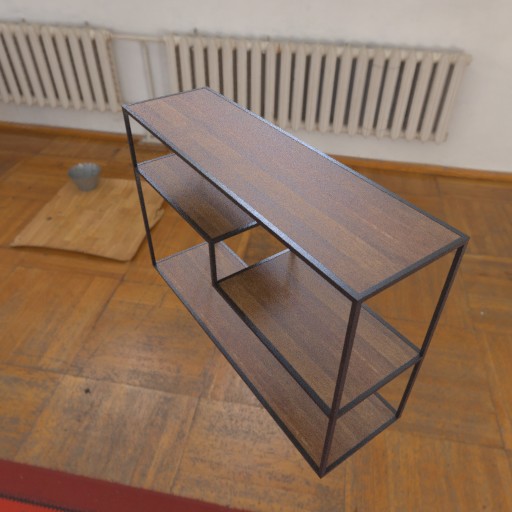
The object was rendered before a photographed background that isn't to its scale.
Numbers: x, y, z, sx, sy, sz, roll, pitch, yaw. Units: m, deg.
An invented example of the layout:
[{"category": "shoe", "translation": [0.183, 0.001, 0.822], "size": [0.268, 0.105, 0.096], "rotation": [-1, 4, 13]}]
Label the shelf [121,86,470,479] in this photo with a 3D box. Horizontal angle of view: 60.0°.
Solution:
[{"category": "shelf", "translation": [0.000, 0.000, 1.550], "size": [0.361, 0.765, 1.201], "rotation": [-24, 45, -26]}]
